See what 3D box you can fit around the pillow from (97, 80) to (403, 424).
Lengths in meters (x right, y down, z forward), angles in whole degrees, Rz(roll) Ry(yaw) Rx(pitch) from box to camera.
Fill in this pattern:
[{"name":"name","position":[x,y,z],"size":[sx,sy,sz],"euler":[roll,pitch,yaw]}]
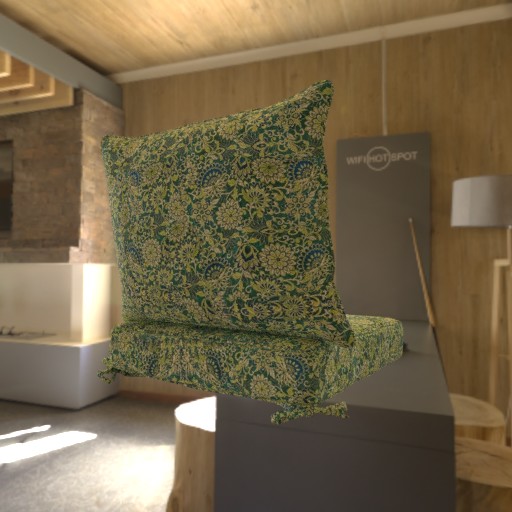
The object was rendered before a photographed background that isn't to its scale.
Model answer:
[{"name":"pillow","position":[0.000,0.000,1.358],"size":[0.798,0.722,0.740],"euler":[-1,-1,35]}]
